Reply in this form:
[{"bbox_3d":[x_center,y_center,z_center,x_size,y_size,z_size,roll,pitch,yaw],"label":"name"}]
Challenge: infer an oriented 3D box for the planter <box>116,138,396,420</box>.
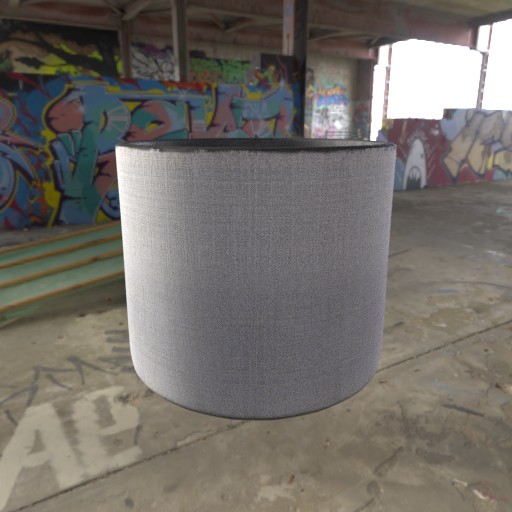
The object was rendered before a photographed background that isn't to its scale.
[{"bbox_3d":[0.000,0.000,0.440,0.254,0.221,0.254,0,16,0],"label":"planter"}]
